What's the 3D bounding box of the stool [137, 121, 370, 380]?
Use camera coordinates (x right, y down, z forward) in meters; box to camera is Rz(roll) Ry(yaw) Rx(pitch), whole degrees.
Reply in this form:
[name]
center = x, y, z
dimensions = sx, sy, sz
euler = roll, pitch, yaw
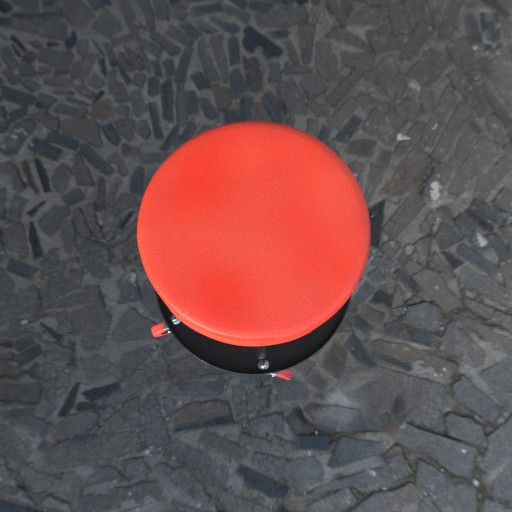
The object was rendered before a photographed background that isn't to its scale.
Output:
[stool]
center = 0.000, 0.000, 0.689
dimensions = 0.381, 0.365, 0.382
euler = 0, 77, 0
